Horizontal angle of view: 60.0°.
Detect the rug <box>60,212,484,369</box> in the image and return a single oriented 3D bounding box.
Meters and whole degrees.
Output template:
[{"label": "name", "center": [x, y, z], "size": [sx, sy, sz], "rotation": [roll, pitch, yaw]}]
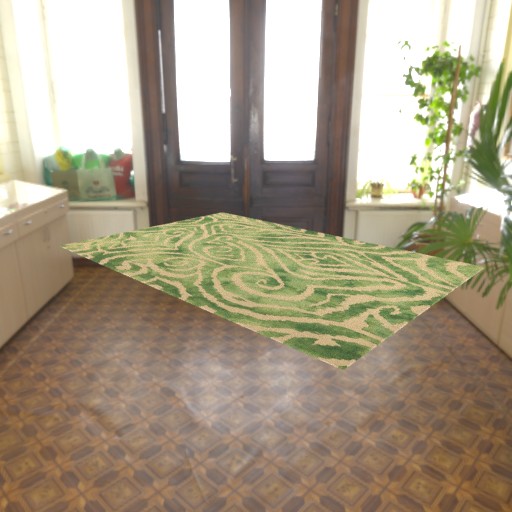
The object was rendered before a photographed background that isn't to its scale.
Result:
[{"label": "rug", "center": [0.000, 0.000, 2.274], "size": [1.826, 0.006, 1.220], "rotation": [16, 23, 41]}]
